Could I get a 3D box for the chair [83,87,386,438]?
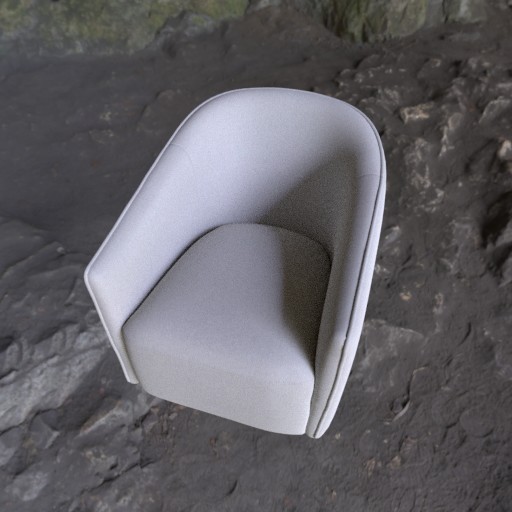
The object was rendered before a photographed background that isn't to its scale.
[{"bbox_3d":[0.000,0.000,1.470,0.747,0.799,0.875,12,44,13],"label":"chair"}]
